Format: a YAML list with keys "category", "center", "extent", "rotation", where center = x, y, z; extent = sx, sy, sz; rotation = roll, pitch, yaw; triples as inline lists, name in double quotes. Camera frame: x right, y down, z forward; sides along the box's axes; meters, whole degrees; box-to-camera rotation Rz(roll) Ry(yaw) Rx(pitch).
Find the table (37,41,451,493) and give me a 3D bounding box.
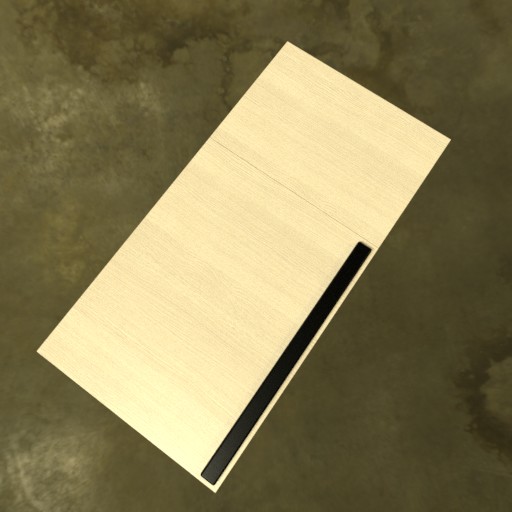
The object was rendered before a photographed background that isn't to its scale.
- category: "table"
  center: [0.000, 0.000, 0.786]
  extent: [0.322, 0.242, 0.644]
  rotation: [35, 79, 8]
